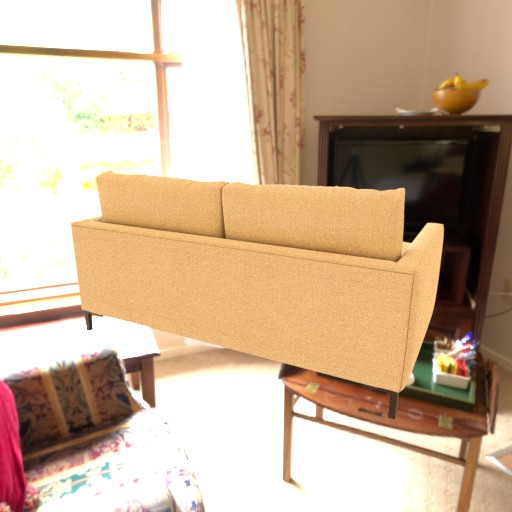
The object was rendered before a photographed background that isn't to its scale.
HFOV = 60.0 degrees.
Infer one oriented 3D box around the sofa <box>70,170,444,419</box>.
[{"bbox_3d":[0.000,0.000,2.193,1.651,0.812,0.839,8,18,27],"label":"sofa"}]
